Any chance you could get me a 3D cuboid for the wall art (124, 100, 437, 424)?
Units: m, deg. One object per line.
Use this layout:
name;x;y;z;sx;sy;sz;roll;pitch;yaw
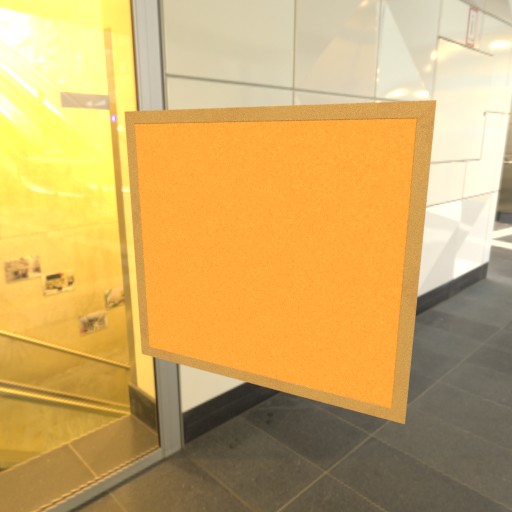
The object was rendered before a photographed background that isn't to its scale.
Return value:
wall art;0.000;0.000;1.670;1.168;1.067;0.025;7;16;26
